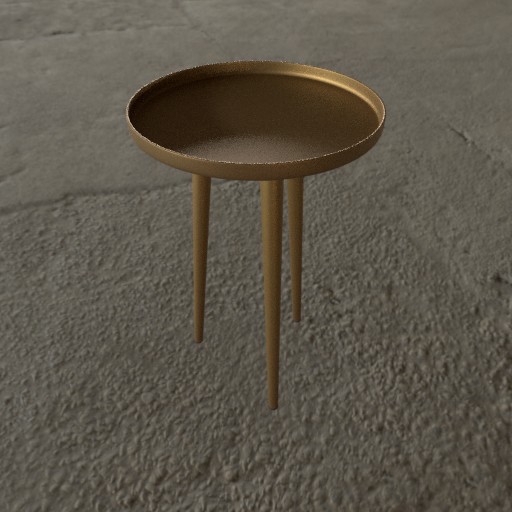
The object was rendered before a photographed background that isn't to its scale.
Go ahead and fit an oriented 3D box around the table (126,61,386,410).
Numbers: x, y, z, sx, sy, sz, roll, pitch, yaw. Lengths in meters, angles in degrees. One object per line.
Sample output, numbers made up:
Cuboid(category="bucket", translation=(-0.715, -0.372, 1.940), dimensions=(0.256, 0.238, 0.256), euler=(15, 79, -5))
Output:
Cuboid(category="table", translation=(0.000, 0.000, 0.677), dimensions=(0.299, 0.480, 0.299), euler=(-12, 42, -13))
